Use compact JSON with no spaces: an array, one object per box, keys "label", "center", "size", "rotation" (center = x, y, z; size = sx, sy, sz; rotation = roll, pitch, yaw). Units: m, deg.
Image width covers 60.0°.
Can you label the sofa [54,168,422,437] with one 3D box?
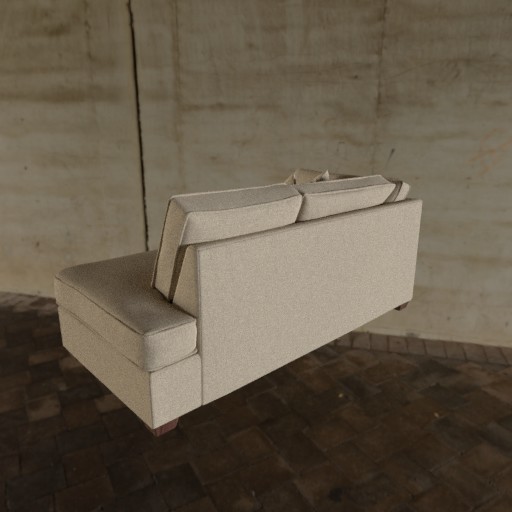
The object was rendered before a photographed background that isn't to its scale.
[{"label":"sofa","center":[0.000,0.000,2.864],"size":[2.237,1.033,1.110],"rotation":[-15,22,-41]}]
